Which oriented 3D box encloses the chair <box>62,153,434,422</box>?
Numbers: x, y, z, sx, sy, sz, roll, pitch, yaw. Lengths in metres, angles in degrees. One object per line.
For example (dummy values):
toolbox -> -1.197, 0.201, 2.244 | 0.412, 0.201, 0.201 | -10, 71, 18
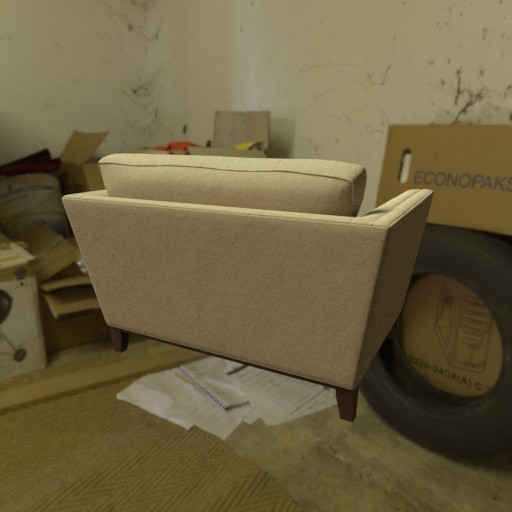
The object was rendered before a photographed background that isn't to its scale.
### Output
chair -> 0.000, 0.000, 2.076 | 1.397, 0.940, 0.965 | 8, 17, 27
